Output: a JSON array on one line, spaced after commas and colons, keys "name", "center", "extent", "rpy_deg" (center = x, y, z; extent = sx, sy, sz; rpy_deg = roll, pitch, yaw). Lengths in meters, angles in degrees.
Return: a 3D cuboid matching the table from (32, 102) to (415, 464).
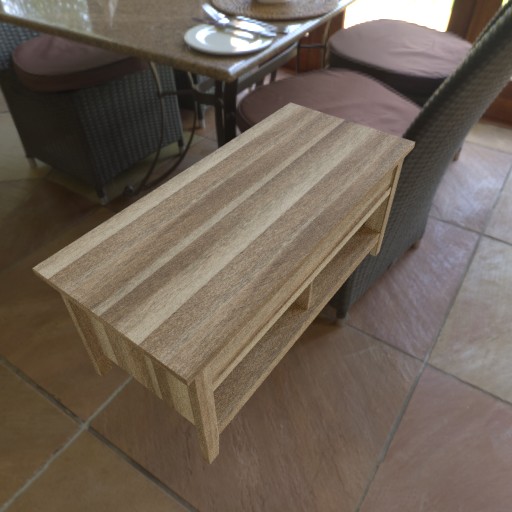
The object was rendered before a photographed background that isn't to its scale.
[{"name": "table", "center": [0.000, 0.000, 1.414], "extent": [0.493, 0.480, 1.095], "rpy_deg": [27, 50, 26]}]
